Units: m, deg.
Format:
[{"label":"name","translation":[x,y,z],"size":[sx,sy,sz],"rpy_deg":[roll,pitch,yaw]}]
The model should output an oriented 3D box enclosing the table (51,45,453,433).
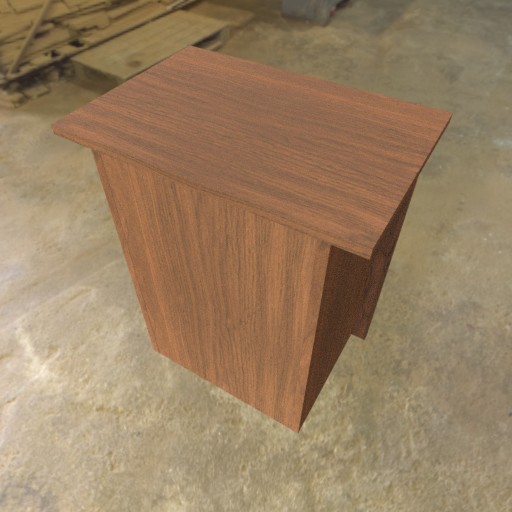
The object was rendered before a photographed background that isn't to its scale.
[{"label":"table","translation":[0.000,0.000,1.044],"size":[0.589,0.711,0.406],"rpy_deg":[24,51,21]}]
